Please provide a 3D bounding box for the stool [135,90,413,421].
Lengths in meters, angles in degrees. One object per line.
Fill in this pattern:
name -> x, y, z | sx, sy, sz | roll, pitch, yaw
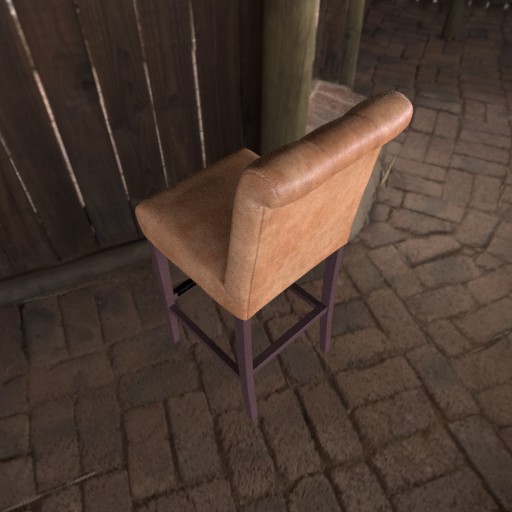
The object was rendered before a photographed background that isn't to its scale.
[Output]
stool -> 0.000, 0.000, 1.438 | 0.493, 1.140, 0.601 | -35, 55, -28
